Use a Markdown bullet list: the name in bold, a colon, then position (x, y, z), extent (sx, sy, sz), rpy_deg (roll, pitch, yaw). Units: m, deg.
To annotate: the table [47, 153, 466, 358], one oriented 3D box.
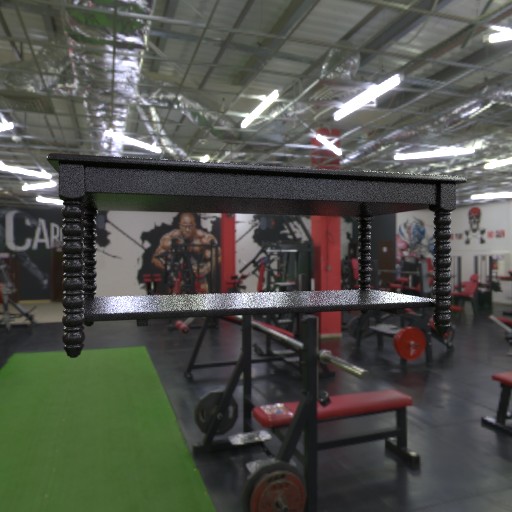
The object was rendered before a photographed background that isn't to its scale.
- **table**: position (0.000, 0.000, 1.457), extent (1.171, 0.487, 0.580), rpy_deg (0, 1, -16)
